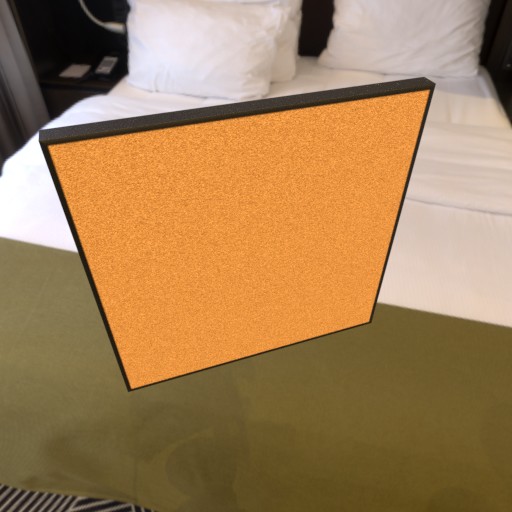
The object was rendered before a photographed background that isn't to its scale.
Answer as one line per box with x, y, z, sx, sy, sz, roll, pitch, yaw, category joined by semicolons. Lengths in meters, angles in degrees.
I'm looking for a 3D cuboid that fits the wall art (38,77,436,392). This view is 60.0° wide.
0.000;0.000;1.090;0.769;0.766;0.042;-13;43;-14;wall art
